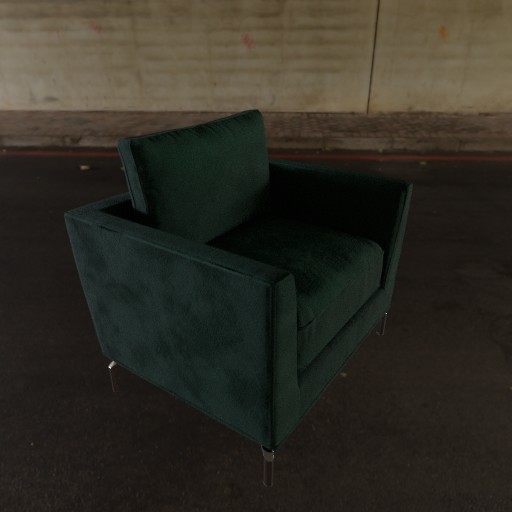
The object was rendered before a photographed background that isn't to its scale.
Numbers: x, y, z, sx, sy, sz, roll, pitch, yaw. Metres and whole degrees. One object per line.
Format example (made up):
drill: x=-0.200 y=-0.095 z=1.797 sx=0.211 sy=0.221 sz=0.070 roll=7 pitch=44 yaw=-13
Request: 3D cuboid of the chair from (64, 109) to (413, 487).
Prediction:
chair: x=0.000 y=0.000 z=1.740 sx=0.852 sy=0.997 sz=1.047 roll=17 pitch=31 yaw=31
